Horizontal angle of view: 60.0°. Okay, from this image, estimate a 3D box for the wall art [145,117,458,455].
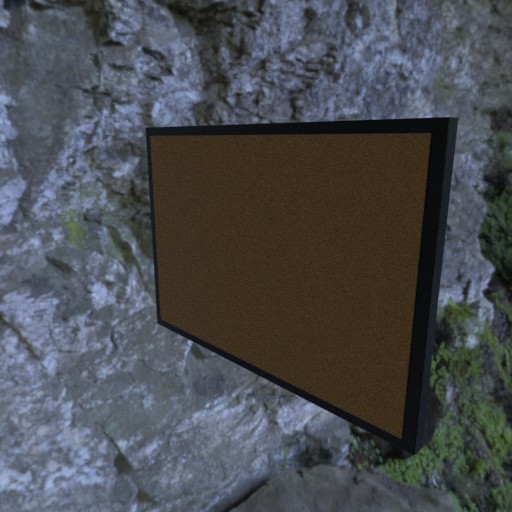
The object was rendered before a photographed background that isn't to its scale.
[{"bbox_3d":[0.000,0.000,0.802,0.027,0.458,0.657,-14,20,-43],"label":"wall art"}]
